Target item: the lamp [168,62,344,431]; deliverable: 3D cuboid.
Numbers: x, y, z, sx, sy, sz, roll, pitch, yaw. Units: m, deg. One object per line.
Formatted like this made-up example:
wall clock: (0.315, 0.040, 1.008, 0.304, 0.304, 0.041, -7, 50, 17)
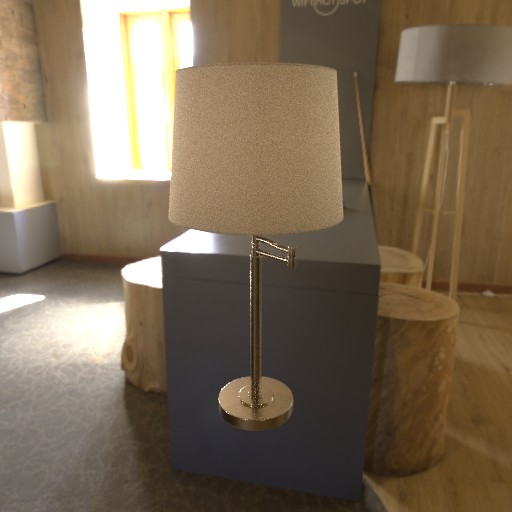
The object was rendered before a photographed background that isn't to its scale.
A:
lamp: (0.000, 0.000, 0.880, 0.333, 0.696, 0.333, 0, 17, 0)
